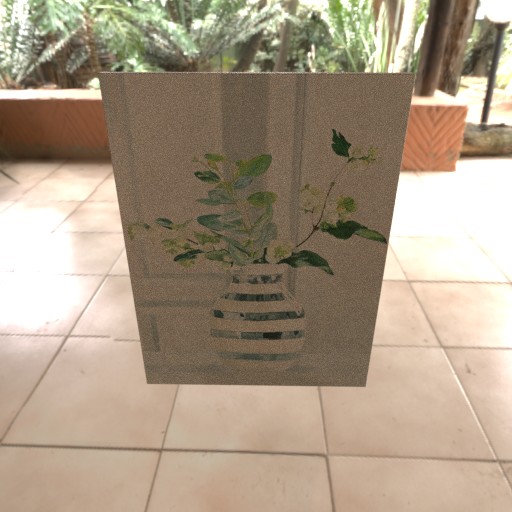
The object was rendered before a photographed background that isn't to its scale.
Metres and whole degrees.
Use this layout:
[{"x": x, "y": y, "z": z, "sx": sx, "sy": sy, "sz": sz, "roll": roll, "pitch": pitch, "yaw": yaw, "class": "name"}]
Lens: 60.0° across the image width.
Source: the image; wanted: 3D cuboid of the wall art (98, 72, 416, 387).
[{"x": 0.000, "y": 0.000, "z": 1.578, "sx": 0.914, "sy": 1.212, "sz": 0.038, "roll": 1, "pitch": 29, "yaw": 1, "class": "wall art"}]
